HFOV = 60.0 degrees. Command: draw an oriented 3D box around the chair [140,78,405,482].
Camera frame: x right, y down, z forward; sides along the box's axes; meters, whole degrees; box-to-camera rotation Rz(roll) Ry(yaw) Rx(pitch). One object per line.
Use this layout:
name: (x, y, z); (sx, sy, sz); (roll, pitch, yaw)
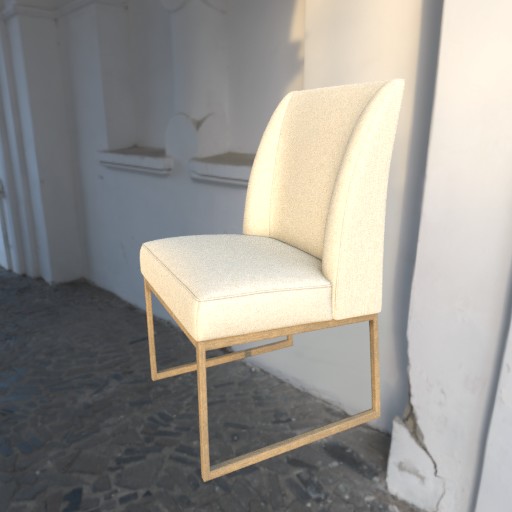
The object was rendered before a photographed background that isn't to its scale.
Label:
chair: (0.000, 0.000, 1.177); (0.522, 0.863, 0.508); (-8, 18, -26)
